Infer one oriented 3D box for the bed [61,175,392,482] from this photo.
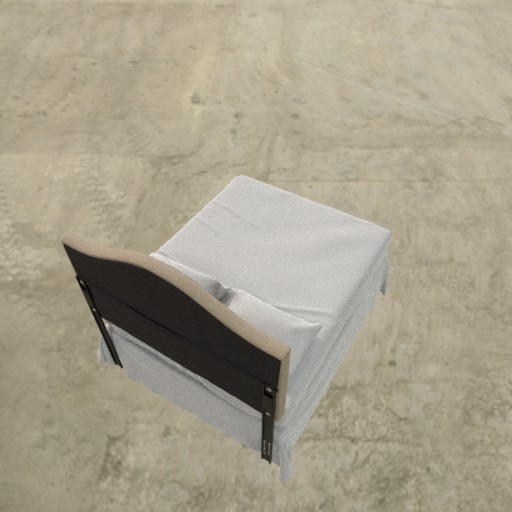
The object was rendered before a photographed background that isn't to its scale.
[{"bbox_3d":[0.000,0.000,3.498,1.876,1.645,2.221,24,51,21],"label":"bed"}]
